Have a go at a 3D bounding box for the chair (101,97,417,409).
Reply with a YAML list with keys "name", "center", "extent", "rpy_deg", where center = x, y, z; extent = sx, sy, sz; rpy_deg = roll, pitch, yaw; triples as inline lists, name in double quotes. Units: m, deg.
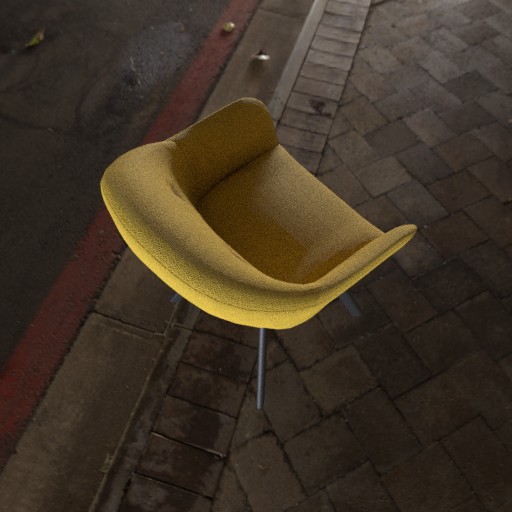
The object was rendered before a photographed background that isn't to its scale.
- name: "chair"
  center: [0.000, 0.000, 1.145]
  extent: [0.565, 0.775, 0.545]
  rpy_deg: [-36, 66, -19]
